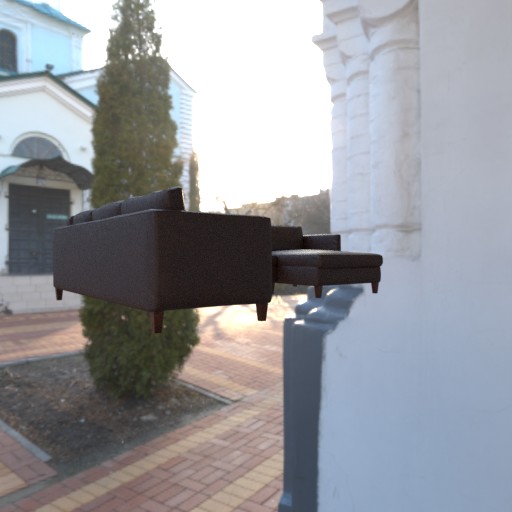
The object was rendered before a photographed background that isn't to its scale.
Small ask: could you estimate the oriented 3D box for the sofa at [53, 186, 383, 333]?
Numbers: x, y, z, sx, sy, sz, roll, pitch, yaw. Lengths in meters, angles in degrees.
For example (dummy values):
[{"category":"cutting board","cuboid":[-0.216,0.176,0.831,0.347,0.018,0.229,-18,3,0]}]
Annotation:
[{"category":"sofa","cuboid":[0.000,0.000,4.661,3.460,0.923,2.593,0,0,-37]}]
